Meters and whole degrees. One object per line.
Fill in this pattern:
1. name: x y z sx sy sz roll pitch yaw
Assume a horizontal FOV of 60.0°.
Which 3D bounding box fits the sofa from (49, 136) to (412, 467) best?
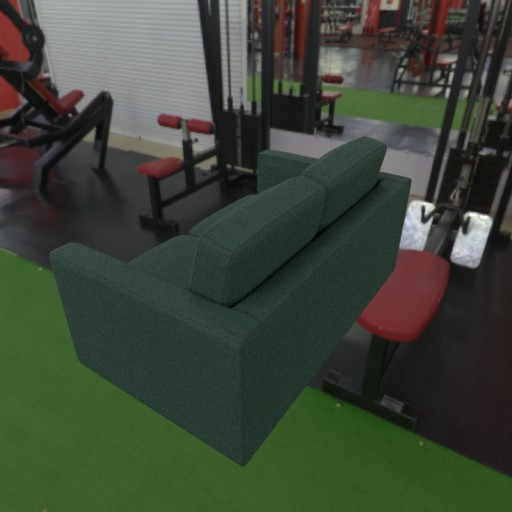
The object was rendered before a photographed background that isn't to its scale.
1. sofa: 0.000 0.000 1.985 0.879 0.899 1.430 19 36 29
